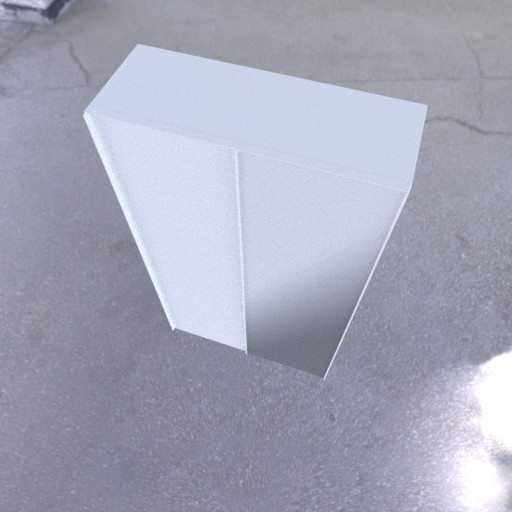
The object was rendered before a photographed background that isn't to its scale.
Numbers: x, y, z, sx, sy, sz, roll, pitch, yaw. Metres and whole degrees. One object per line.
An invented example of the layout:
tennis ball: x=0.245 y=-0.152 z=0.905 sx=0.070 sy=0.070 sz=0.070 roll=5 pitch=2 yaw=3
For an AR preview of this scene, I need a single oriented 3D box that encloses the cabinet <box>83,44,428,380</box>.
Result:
cabinet: x=0.000 y=0.000 z=2.625 sx=1.250 sy=2.160 sz=0.480 roll=16 pitch=60 yaw=10
